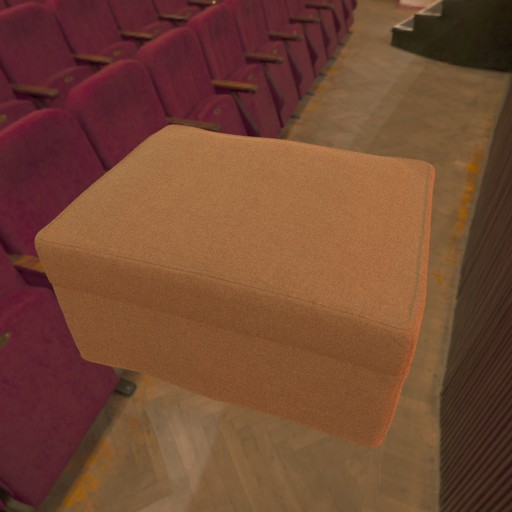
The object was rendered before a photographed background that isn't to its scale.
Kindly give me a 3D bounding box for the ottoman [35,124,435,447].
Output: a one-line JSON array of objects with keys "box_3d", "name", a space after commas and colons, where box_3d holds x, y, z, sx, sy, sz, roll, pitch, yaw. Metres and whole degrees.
[{"box_3d": [0.000, 0.000, 1.210, 0.833, 0.485, 0.650, 12, 42, 14], "name": "ottoman"}]
